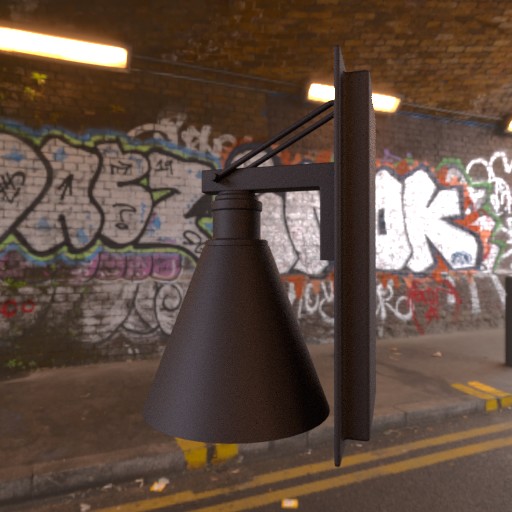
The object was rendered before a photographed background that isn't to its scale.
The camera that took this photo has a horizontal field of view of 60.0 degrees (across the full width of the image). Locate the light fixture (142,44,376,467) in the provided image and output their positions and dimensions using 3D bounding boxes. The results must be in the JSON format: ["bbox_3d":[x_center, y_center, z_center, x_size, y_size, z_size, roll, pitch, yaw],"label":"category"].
[{"bbox_3d":[0.000,0.000,0.405,0.207,0.298,0.170,0,0,17],"label":"light fixture"}]
